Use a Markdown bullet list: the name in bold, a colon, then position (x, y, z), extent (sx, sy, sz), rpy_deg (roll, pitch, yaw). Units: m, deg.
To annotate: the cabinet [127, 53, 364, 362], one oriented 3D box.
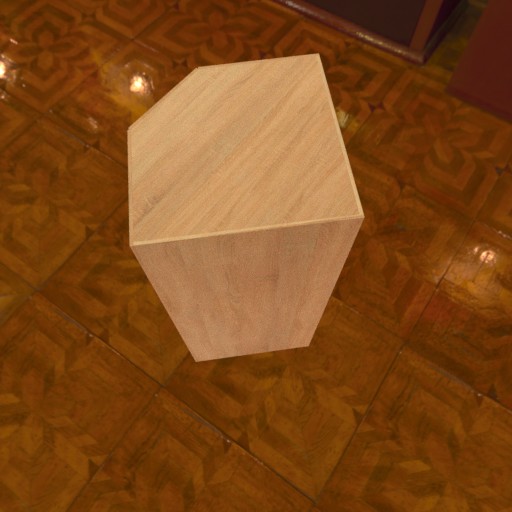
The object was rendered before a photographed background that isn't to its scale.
- **cabinet**: position (0.000, 0.000, 2.878), extent (1.094, 2.120, 1.327), rpy_deg (34, 69, 15)
